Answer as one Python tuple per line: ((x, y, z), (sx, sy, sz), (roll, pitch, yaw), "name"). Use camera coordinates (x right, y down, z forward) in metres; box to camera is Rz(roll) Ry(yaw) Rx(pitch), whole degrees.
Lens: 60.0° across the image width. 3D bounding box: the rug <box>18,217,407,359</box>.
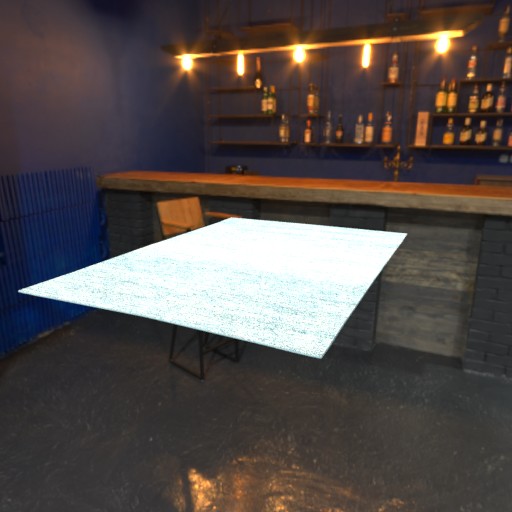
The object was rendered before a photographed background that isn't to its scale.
((0.000, 0.000, 2.903), (1.611, 0.026, 2.260), (7, 17, 25), "rug")
